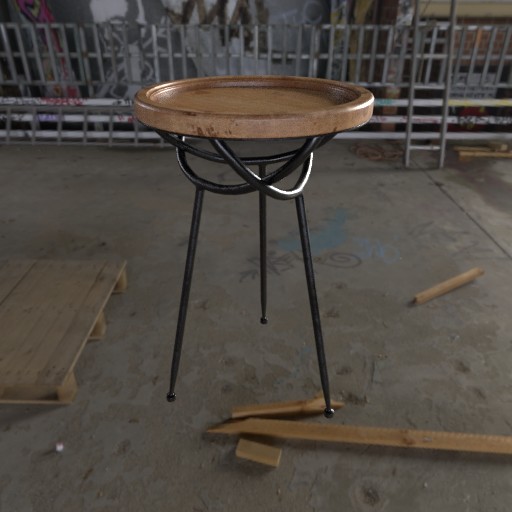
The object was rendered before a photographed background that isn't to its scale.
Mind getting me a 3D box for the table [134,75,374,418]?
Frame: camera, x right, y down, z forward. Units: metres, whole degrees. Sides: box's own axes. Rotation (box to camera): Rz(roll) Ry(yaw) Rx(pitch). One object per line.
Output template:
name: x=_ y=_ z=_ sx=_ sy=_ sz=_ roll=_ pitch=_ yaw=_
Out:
table: x=0.000 y=0.000 z=0.937 sx=0.414 sy=0.664 sz=0.418 roll=10 pitch=31 yaw=18
